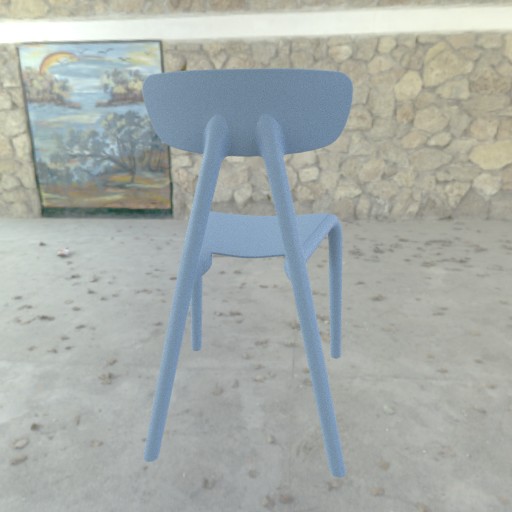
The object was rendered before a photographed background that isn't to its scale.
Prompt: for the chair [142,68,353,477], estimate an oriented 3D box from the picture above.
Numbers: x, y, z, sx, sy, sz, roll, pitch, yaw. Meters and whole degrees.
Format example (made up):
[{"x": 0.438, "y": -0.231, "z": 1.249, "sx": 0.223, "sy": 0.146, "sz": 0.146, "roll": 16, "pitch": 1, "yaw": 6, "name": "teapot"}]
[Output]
[{"x": 0.000, "y": 0.000, "z": 0.800, "sx": 0.356, "sy": 0.580, "sz": 0.401, "roll": 2, "pitch": 15, "yaw": 6, "name": "chair"}]
